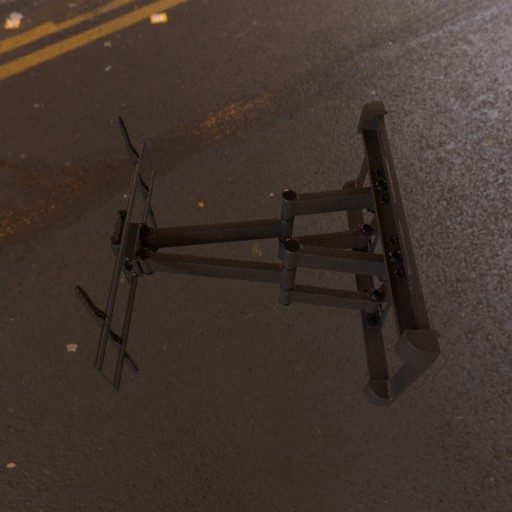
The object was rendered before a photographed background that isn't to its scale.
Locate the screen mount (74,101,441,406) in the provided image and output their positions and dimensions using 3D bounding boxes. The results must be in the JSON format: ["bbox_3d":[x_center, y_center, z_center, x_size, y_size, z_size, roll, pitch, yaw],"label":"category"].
[{"bbox_3d":[0.000,0.000,1.105,0.644,0.491,0.661,0,58,0],"label":"screen mount"}]
